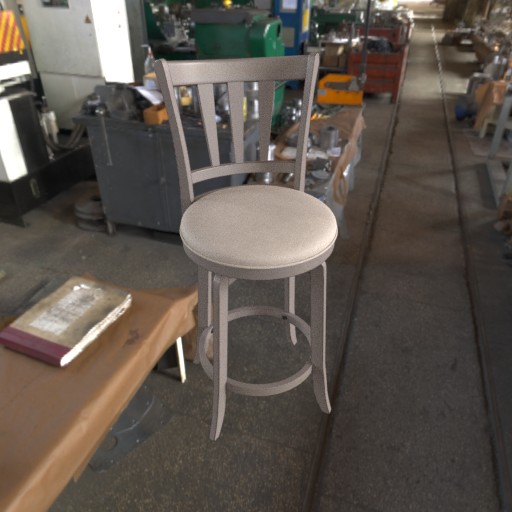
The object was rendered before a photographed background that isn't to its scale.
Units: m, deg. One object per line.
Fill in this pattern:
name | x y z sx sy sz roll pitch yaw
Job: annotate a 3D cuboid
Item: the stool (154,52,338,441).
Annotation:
stool | 0.000 0.000 1.280 0.436 1.023 0.475 -8 33 -13
